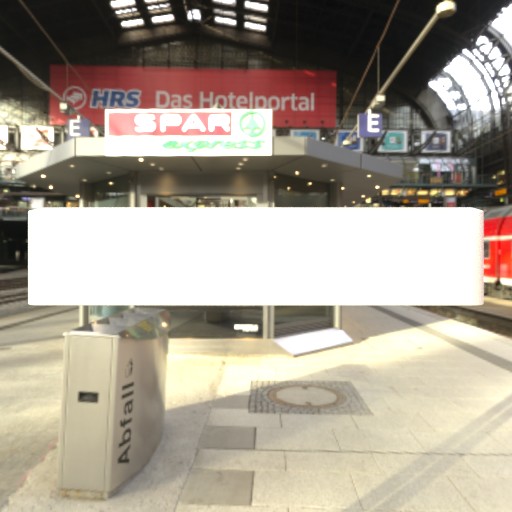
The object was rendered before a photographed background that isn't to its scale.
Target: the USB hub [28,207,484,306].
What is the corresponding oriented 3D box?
[{"bbox_3d":[0.000,0.000,0.125,0.110,0.023,0.044,0,0,0],"label":"USB hub"}]
